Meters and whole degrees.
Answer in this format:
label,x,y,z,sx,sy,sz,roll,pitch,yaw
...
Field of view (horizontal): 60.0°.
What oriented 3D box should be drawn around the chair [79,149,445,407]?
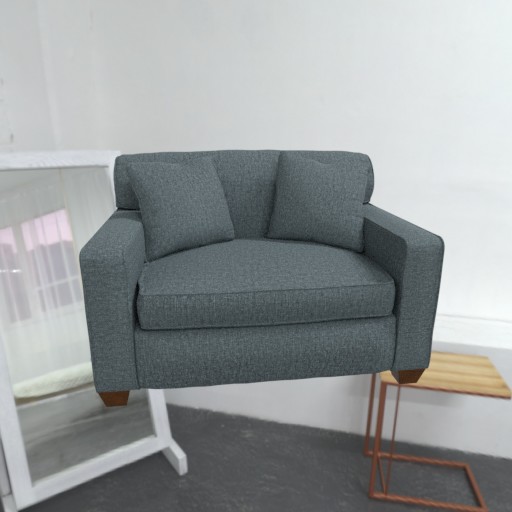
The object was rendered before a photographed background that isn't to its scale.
label,x,y,z,sx,sy,sz,roll,pitch,yaw
chair,0.000,0.000,2.108,1.383,0.948,1.000,-2,17,-7
